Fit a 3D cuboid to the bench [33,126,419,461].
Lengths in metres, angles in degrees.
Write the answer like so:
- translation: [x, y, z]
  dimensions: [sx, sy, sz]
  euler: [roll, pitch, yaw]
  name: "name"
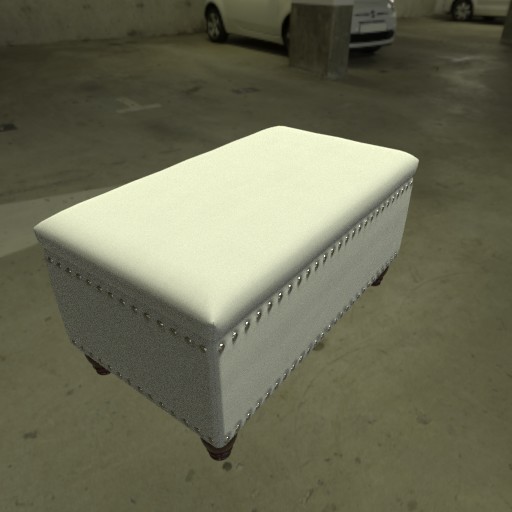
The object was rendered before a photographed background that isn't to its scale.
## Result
- translation: [0.000, 0.000, 1.191]
  dimensions: [0.500, 0.449, 0.887]
  euler: [22, 38, 31]
  name: "bench"
